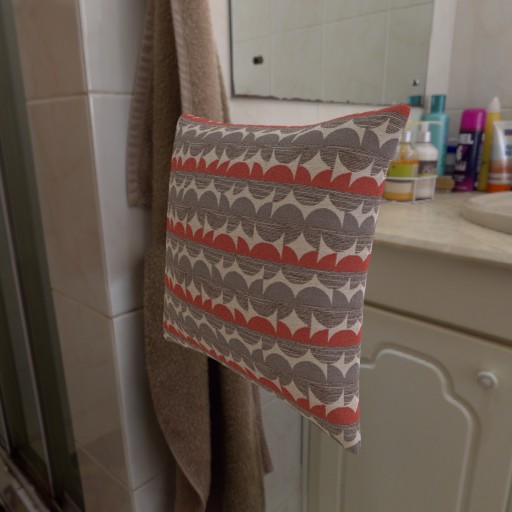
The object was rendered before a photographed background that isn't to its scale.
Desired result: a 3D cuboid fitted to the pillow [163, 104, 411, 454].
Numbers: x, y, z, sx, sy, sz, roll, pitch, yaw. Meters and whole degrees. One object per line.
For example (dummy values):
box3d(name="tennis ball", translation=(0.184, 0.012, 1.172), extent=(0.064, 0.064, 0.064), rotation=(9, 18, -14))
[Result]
box3d(name="pillow", translation=(0.000, 0.000, 0.651), extent=(0.180, 0.410, 0.420), rotation=(-15, 22, -42))
